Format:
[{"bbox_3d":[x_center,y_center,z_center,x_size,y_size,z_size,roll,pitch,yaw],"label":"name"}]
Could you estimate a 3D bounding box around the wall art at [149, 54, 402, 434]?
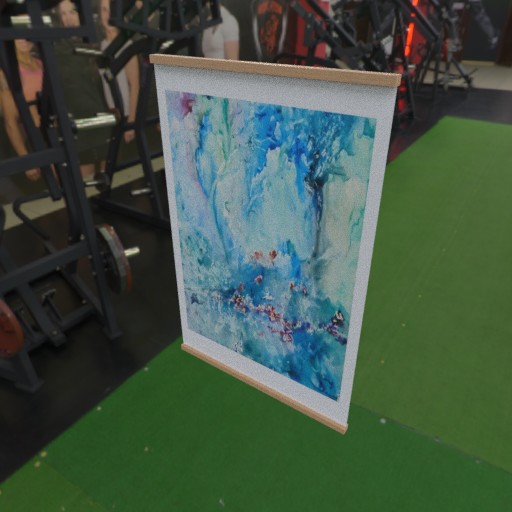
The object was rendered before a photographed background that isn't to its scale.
[{"bbox_3d":[0.000,0.000,0.635,0.335,0.510,0.013,19,35,30],"label":"wall art"}]
